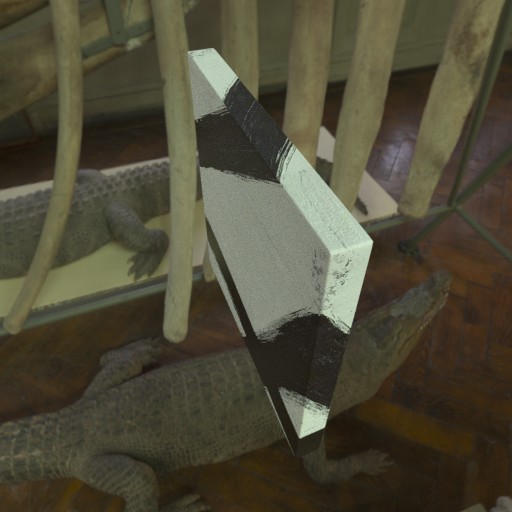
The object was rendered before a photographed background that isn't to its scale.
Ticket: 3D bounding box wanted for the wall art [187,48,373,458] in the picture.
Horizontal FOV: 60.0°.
[{"bbox_3d":[0.000,0.000,0.757,0.050,0.508,0.507,-15,48,-15],"label":"wall art"}]
